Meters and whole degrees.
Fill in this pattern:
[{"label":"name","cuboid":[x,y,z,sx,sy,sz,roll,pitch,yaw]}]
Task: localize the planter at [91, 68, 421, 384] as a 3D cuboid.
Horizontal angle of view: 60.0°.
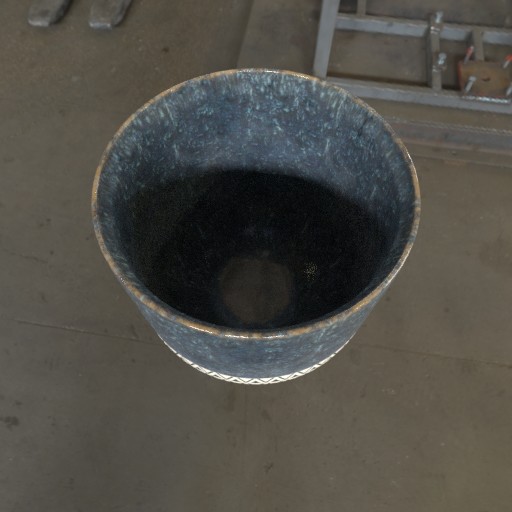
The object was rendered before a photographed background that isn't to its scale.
[{"label":"planter","cuboid":[0.000,0.000,0.481,0.266,0.270,0.266,0,63,0]}]
